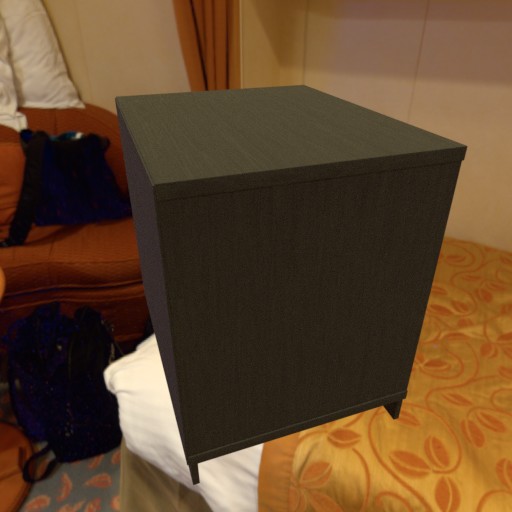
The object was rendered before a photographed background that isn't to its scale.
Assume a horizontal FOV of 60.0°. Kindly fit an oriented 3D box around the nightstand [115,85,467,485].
[{"bbox_3d":[0.000,0.000,0.727,0.347,0.448,0.427,-10,32,-17],"label":"nightstand"}]
